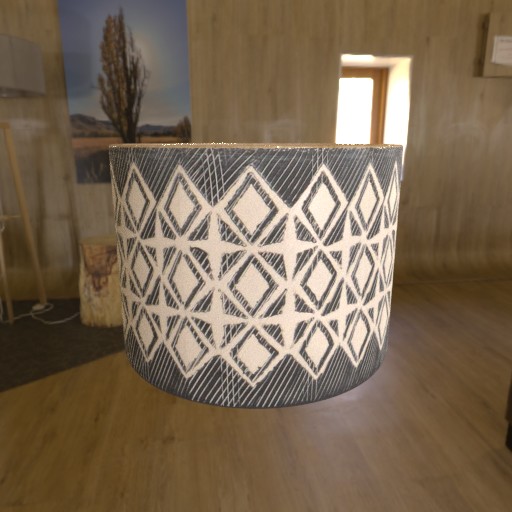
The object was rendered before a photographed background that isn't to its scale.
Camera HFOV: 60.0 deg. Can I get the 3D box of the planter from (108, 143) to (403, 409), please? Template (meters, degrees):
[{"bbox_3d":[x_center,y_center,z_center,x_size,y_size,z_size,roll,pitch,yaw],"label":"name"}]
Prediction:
[{"bbox_3d":[0.000,0.000,0.213,0.126,0.104,0.126,0,15,0],"label":"planter"}]
